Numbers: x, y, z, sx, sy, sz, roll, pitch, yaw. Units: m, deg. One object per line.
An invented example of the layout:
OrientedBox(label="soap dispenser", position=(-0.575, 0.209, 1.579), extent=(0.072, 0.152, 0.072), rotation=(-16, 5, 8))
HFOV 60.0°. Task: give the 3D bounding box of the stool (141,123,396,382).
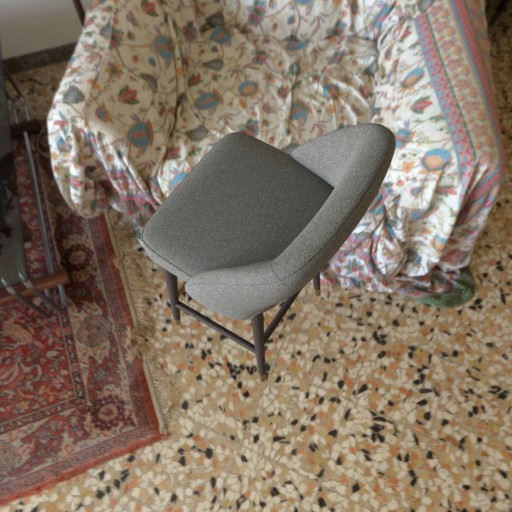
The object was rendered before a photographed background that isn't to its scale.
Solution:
OrientedBox(label="stool", position=(0.000, 0.000, 1.390), extent=(0.524, 1.089, 0.536), rotation=(31, 68, 14))
